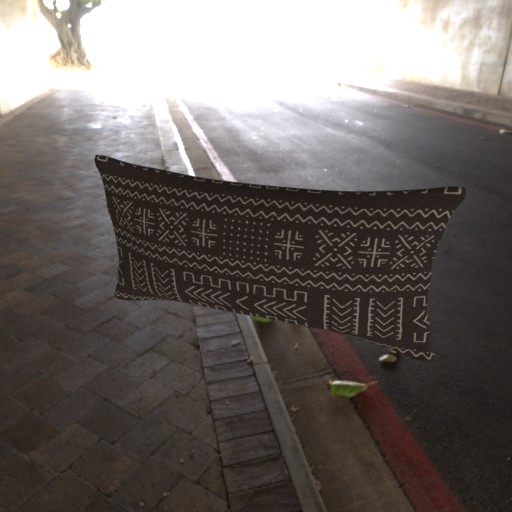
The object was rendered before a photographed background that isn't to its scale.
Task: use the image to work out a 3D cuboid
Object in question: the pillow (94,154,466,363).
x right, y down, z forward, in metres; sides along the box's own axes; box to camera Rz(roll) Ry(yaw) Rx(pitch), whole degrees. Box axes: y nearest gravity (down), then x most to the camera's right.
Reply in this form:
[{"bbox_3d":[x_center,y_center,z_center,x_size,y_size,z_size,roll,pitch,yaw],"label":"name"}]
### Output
[{"bbox_3d":[0.000,0.000,0.811,0.667,0.322,0.135,9,27,17],"label":"pillow"}]
